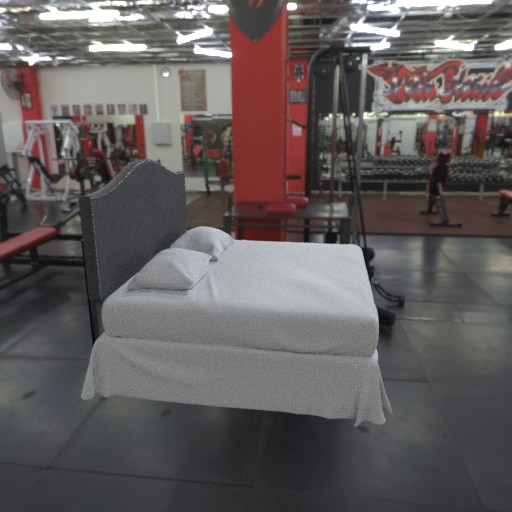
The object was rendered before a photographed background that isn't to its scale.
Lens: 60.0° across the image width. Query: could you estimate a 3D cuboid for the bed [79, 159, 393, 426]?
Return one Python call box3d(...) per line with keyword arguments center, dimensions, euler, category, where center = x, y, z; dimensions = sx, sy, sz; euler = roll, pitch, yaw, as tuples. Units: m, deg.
box3d(center=(0.000, 0.000, 3.912), dimensions=(2.219, 1.651, 2.314), euler=(3, 16, 9), category="bed")
